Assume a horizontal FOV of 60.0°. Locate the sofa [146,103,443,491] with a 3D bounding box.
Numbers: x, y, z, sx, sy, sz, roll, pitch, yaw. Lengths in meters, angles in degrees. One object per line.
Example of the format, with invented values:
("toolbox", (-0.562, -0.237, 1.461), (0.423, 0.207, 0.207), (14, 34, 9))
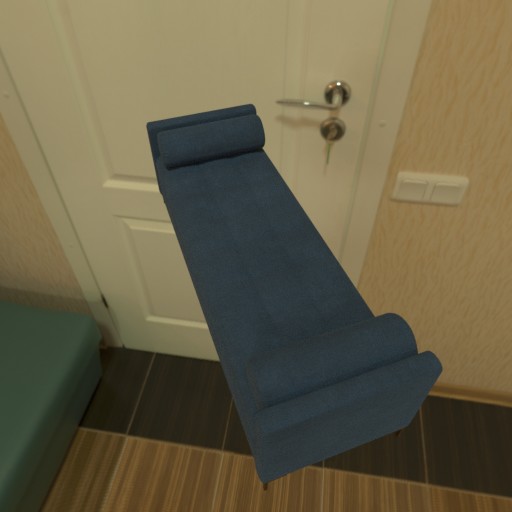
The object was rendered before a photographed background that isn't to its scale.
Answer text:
("sofa", (0.000, 0.000, 2.312), (0.686, 0.635, 1.981), (-15, 49, -14))
